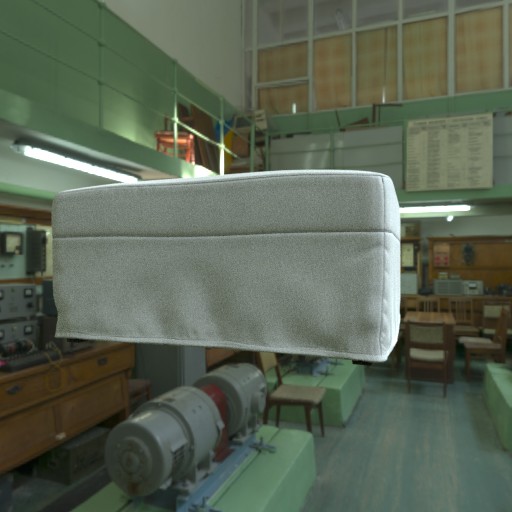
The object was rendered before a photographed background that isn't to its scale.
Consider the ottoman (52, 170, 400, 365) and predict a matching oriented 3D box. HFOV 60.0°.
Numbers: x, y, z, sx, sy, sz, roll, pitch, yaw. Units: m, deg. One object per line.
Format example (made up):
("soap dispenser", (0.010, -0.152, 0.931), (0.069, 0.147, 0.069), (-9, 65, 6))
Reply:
("ottoman", (0.000, 0.000, 1.369), (0.842, 0.441, 0.843), (0, 0, 19))
